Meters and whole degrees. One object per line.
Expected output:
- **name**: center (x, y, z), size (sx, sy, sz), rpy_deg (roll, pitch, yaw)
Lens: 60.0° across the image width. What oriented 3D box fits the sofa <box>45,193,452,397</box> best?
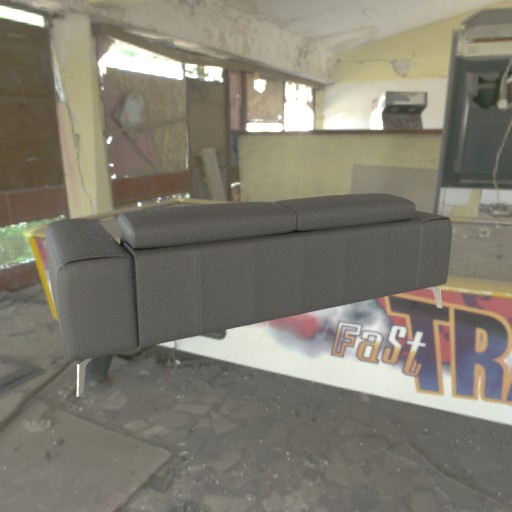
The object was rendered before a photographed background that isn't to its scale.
- **sofa**: center (0.000, 0.000, 2.760), size (2.321, 0.759, 1.023), rpy_deg (-8, 17, -26)
